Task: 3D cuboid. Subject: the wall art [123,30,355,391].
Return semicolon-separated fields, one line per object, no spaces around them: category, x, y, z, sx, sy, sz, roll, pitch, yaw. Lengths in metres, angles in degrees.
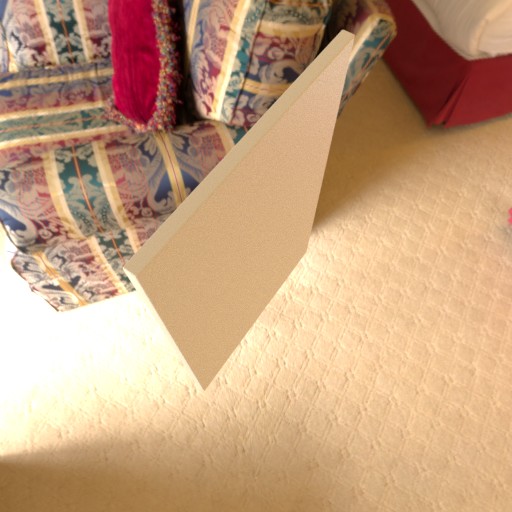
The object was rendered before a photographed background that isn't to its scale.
wall art;0.000;0.000;1.487;0.038;1.183;0.808;32;68;15
